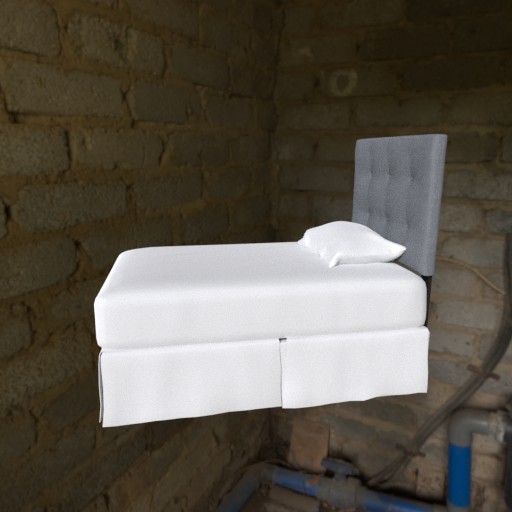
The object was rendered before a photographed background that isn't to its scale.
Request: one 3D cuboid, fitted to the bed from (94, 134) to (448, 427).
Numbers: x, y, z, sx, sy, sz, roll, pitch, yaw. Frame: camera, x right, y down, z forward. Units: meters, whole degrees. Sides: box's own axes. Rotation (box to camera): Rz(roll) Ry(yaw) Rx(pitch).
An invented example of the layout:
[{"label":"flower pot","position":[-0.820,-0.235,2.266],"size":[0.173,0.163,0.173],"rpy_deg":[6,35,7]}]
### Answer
[{"label":"bed","position":[0.000,0.000,3.000],"size":[1.997,1.571,1.261],"rpy_deg":[-2,13,-10]}]
